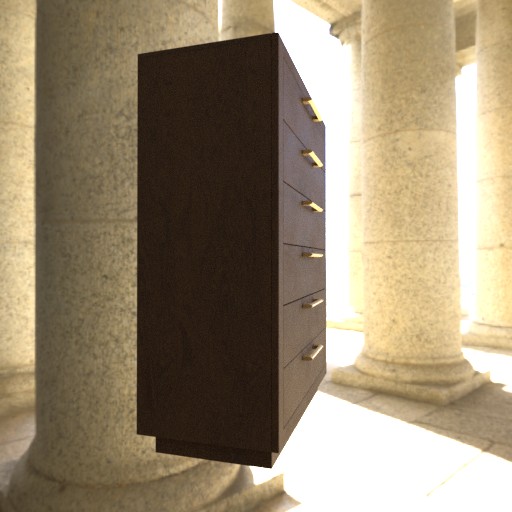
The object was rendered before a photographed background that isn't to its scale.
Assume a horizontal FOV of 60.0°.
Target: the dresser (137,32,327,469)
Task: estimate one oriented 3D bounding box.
[{"bbox_3d":[0.000,0.000,1.833,0.516,1.320,0.964,0,-1,17],"label":"dresser"}]
